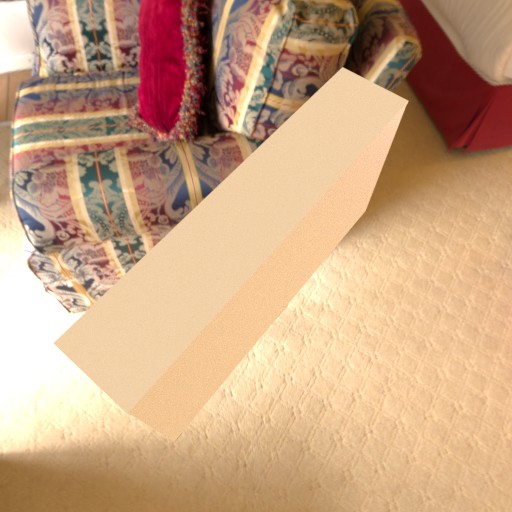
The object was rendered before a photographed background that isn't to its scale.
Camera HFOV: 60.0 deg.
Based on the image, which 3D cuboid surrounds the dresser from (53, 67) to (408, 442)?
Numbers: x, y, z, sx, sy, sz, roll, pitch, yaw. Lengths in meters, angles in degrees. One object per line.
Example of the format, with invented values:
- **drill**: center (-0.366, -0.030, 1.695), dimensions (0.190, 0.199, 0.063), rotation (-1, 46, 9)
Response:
- **dresser**: center (0.000, 0.000, 1.890), dimensions (0.333, 0.790, 1.535), rotation (35, 67, 17)
